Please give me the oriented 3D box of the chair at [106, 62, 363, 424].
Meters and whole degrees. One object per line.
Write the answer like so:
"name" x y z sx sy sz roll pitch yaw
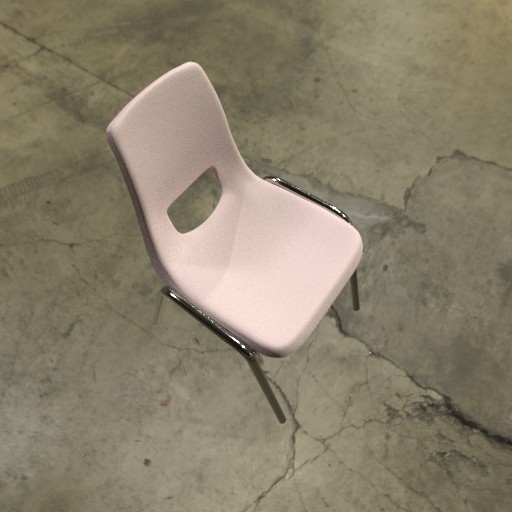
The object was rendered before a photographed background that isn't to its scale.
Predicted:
"chair" 0.000 0.000 0.925 0.436 0.653 0.381 32 65 17
